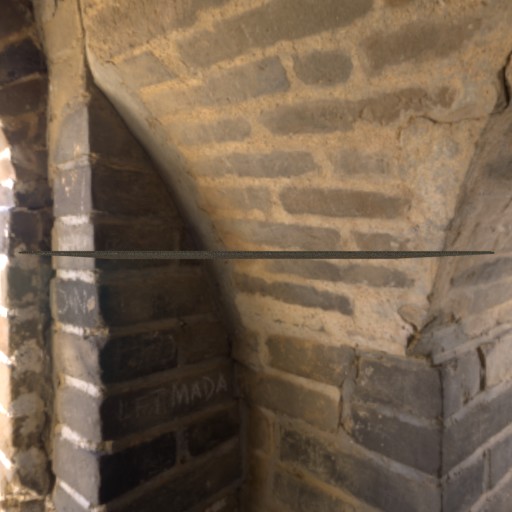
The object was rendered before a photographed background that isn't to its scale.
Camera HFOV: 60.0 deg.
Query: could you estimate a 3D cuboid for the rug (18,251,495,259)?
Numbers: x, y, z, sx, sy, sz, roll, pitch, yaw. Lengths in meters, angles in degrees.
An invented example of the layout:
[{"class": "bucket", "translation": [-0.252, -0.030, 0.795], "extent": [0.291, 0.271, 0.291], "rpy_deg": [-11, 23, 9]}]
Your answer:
[{"class": "rug", "translation": [0.000, 0.000, 3.459], "extent": [2.746, 0.018, 1.819], "rpy_deg": [0, -1, -1]}]
